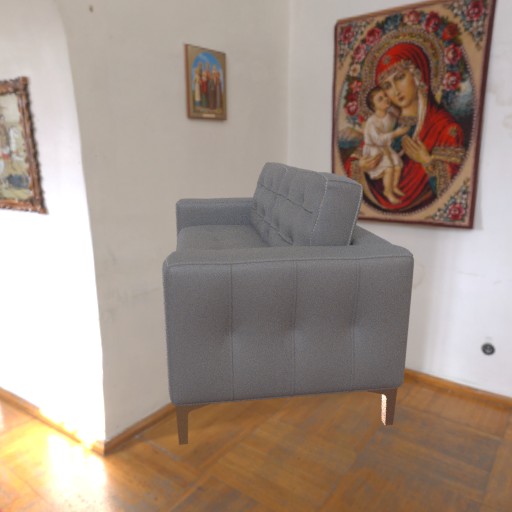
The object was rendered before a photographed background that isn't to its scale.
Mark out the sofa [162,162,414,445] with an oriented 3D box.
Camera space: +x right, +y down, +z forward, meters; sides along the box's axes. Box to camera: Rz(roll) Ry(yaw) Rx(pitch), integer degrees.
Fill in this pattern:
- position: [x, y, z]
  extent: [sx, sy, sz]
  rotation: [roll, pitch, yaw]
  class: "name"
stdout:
- position: [0.000, 0.000, 2.244]
  extent: [0.833, 0.892, 1.726]
  rotation: [-2, 14, -8]
  class: "sofa"
